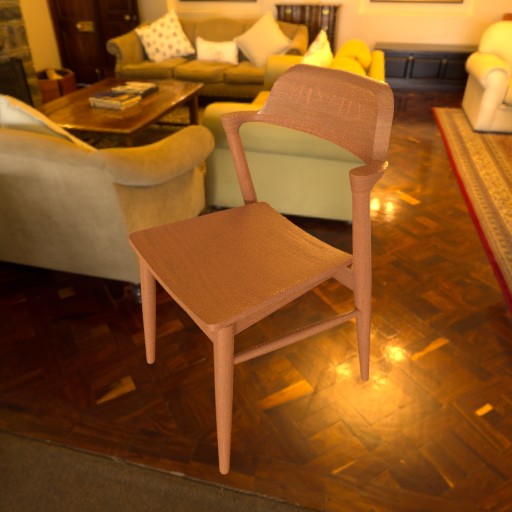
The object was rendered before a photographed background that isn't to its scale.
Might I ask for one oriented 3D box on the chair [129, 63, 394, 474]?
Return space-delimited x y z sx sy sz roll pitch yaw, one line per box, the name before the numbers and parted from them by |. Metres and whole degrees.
chair | 0.000 0.000 1.086 0.499 0.801 0.496 -21 38 -29
